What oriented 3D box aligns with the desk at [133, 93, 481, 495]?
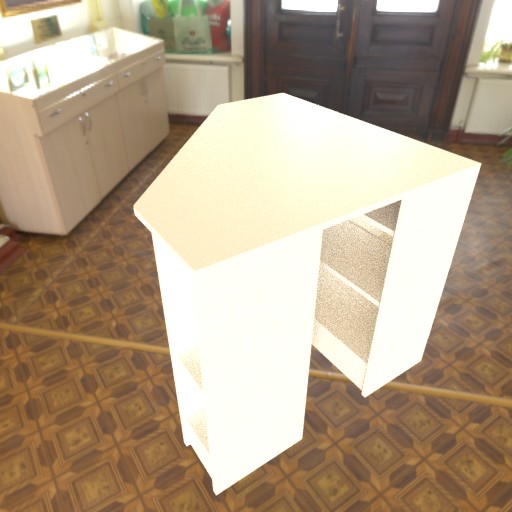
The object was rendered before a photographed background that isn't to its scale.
[{"bbox_3d":[0.000,0.000,1.608,0.926,0.818,0.940,-21,40,-28],"label":"desk"}]
